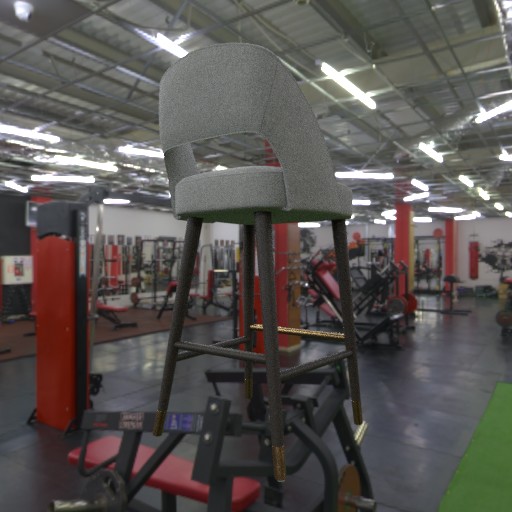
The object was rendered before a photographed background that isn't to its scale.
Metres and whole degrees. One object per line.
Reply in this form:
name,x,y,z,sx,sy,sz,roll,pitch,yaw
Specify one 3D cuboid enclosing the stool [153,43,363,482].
stool,0.000,0.000,1.306,0.494,1.037,0.509,0,-1,37
